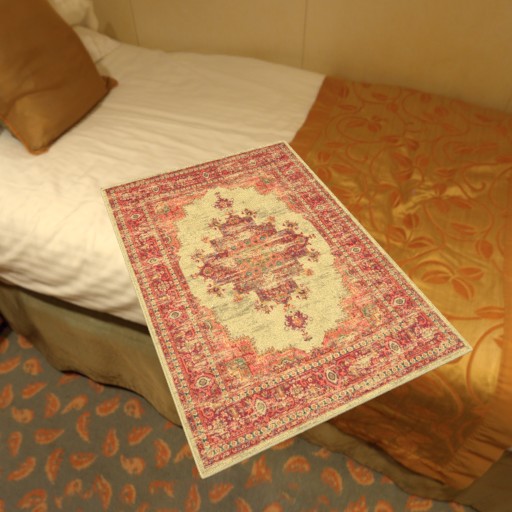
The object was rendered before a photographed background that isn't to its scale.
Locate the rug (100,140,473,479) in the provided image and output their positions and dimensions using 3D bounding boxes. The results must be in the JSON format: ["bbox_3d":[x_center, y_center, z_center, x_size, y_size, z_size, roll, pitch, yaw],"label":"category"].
[{"bbox_3d":[0.000,0.000,3.677,2.005,0.014,2.878,-19,50,-16],"label":"rug"}]
